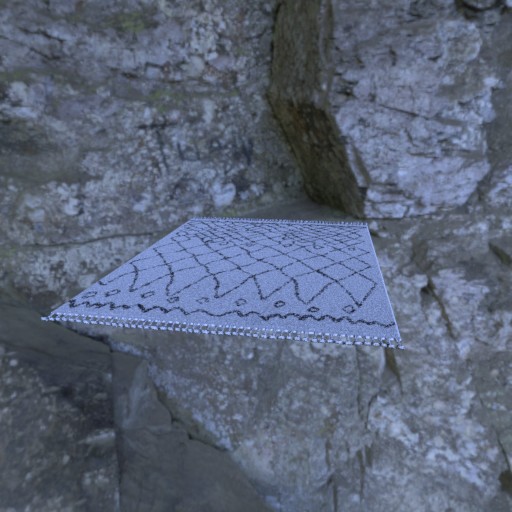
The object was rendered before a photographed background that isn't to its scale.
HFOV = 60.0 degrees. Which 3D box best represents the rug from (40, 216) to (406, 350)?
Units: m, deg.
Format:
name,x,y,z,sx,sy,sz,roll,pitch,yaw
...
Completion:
name,x,y,z,sx,sy,sz,roll,pitch,yaw
rug,0.000,0.000,2.984,1.613,0.017,2.312,3,17,9
